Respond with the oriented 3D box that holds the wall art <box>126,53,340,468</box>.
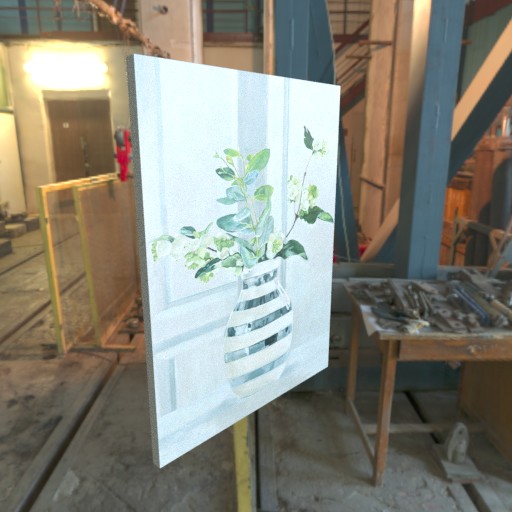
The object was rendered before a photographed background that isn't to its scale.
[{"bbox_3d":[0.000,0.000,1.580,0.038,1.212,0.914,14,20,42],"label":"wall art"}]
